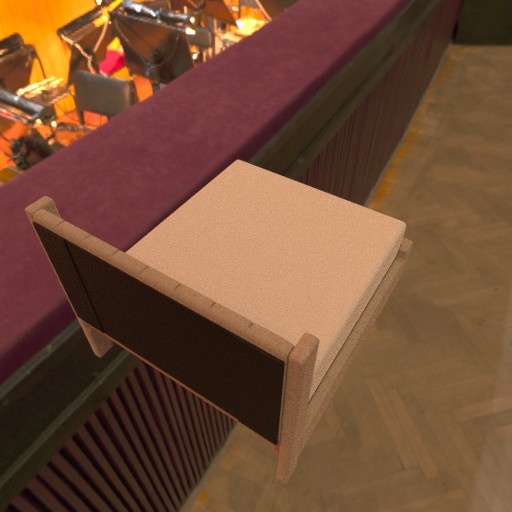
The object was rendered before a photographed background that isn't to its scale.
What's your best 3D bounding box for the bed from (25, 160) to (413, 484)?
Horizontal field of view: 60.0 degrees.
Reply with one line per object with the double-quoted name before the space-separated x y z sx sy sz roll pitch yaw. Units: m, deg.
"bed" 0.000 0.000 3.735 2.045 1.743 2.370 25 51 22
